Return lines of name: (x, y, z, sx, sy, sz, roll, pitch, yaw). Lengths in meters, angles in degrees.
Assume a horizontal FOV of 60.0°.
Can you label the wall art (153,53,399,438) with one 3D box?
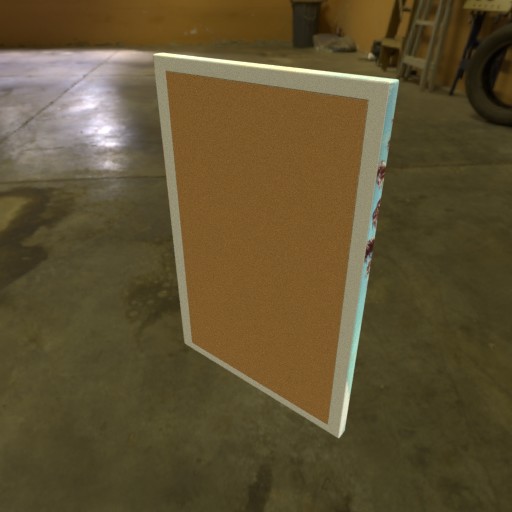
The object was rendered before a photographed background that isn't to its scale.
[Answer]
wall art: (0.000, 0.000, 1.143, 0.605, 0.915, 0.037, 22, 38, 33)
